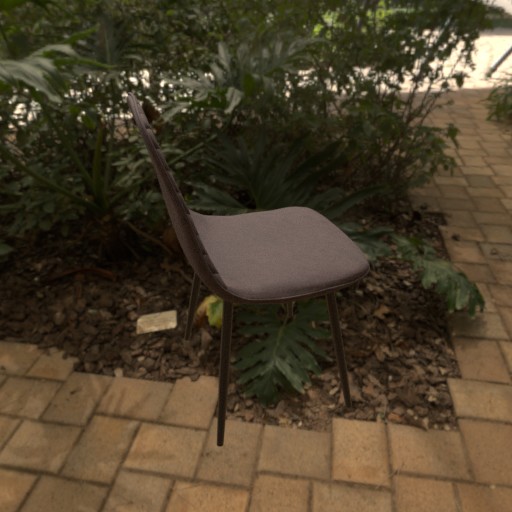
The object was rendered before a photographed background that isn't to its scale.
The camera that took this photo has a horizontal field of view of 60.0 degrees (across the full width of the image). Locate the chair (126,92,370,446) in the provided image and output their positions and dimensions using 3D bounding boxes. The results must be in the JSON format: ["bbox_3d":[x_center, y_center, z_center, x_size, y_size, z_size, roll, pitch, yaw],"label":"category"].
[{"bbox_3d":[0.000,0.000,1.229,0.561,0.889,0.472,-10,33,-16],"label":"chair"}]
